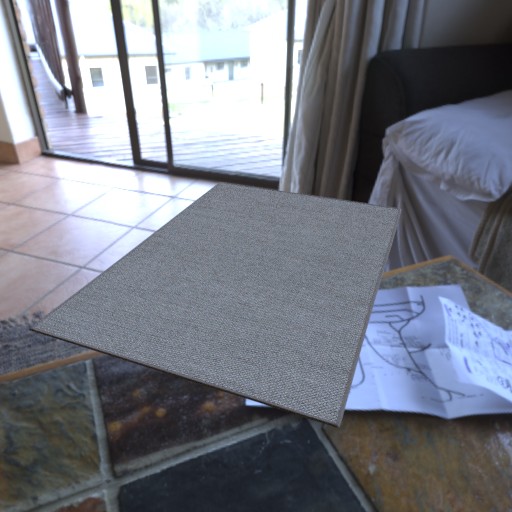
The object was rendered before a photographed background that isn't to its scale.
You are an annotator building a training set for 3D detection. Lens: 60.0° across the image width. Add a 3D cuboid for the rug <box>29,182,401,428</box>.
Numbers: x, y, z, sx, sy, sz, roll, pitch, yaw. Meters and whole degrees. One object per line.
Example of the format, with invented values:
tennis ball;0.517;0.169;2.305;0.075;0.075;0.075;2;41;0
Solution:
rug;0.000;0.000;2.730;1.517;0.013;2.115;11;32;19
